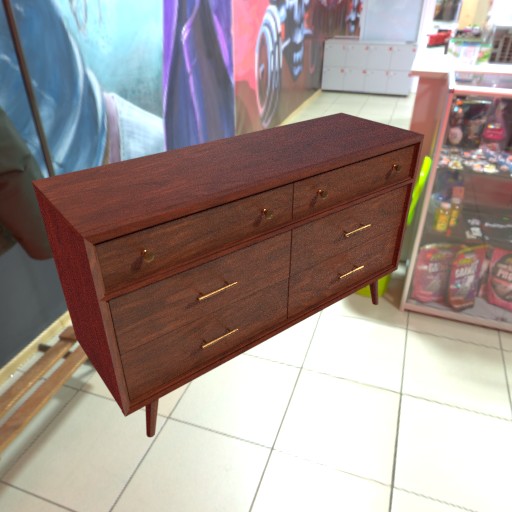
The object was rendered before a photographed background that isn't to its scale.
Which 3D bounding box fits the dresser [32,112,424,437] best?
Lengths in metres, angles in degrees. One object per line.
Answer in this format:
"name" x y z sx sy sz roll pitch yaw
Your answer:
"dresser" 0.000 0.000 1.900 1.472 0.889 0.500 -22 38 -32
